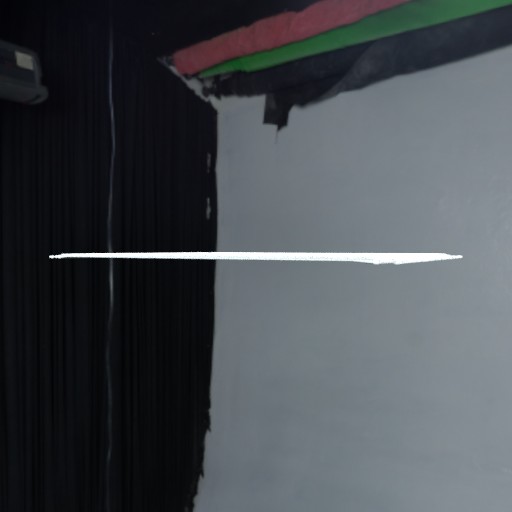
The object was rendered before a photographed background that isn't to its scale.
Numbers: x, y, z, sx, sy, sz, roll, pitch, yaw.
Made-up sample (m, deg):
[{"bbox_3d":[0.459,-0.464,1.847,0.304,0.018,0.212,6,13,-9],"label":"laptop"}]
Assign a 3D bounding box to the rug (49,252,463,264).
[{"bbox_3d":[0.000,0.000,2.926,2.307,0.031,1.494,1,1,34],"label":"rug"}]
